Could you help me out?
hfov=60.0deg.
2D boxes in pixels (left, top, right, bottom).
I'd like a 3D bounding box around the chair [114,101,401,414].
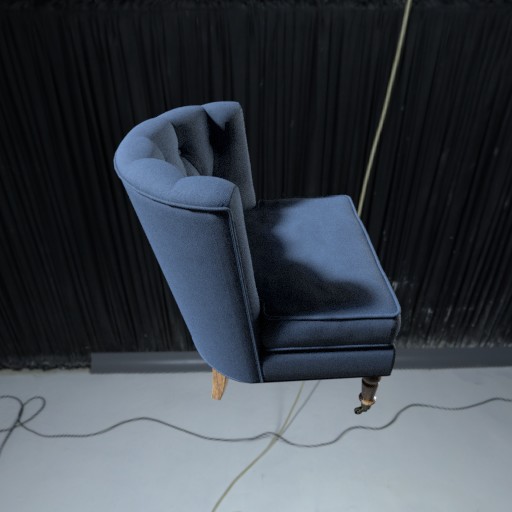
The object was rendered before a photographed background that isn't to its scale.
[{"bbox_3d":[0.000,0.000,1.359,0.718,0.771,0.740,-1,33,-1],"label":"chair"}]
